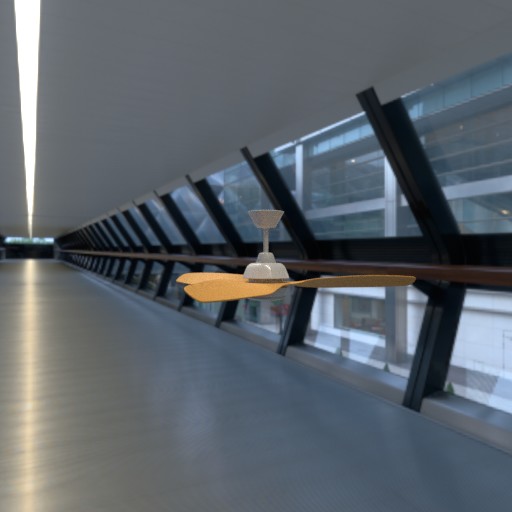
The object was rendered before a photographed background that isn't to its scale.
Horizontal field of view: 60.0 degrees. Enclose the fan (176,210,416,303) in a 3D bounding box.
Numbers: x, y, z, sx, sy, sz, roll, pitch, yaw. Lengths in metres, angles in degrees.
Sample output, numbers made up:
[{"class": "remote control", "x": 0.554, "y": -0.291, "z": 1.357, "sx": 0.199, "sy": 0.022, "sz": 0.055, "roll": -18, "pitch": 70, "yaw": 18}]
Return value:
[{"class": "fan", "x": 0.000, "y": 0.000, "z": 1.628, "sx": 1.142, "sy": 0.355, "sz": 1.010, "roll": 0, "pitch": 0, "yaw": 17}]
